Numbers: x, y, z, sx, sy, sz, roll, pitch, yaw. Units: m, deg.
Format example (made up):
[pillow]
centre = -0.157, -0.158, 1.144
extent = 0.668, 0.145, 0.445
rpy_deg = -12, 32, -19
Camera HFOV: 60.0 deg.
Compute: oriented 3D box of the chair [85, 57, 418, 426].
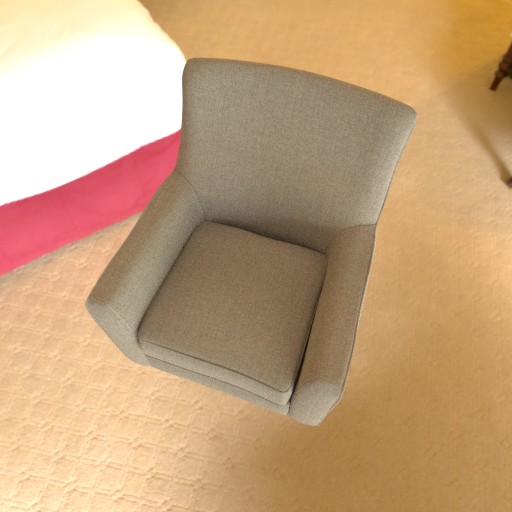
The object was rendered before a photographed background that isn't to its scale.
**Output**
[chair]
centre = 0.000, 0.000, 1.777
extent = 0.887, 1.047, 0.993
rpy_deg = 17, 60, 10
